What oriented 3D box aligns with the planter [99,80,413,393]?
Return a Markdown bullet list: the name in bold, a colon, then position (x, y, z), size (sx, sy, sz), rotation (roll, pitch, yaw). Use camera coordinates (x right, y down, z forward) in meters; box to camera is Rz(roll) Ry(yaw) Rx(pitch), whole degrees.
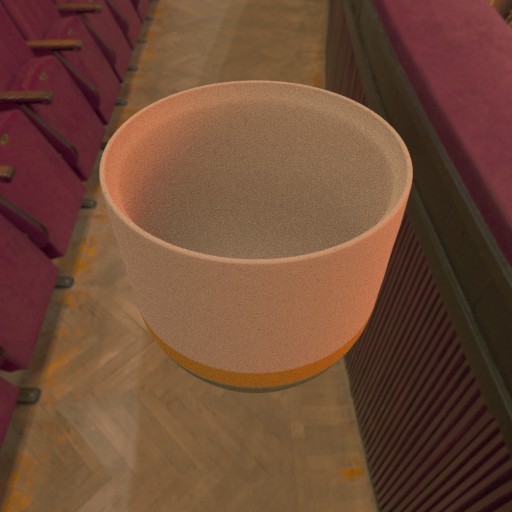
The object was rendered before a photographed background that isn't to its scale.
- **planter**: position (0.000, 0.000, 0.484), size (0.268, 0.270, 0.268), rotation (0, 47, 0)
